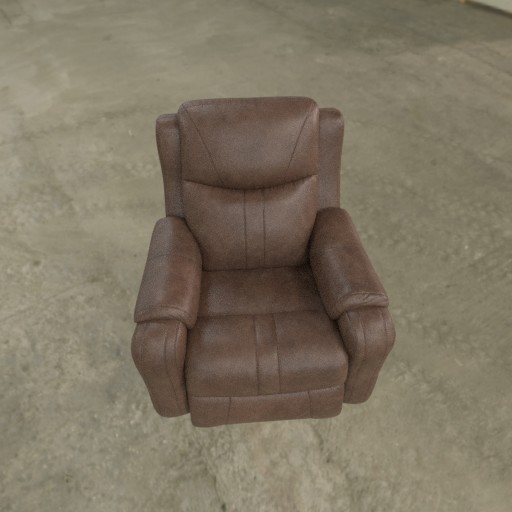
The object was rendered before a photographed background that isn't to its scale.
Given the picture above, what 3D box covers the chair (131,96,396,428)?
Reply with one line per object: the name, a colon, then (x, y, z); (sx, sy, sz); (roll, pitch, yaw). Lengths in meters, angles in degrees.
chair: (0.000, 0.000, 1.854); (0.940, 0.990, 1.067); (-3, 46, -3)
